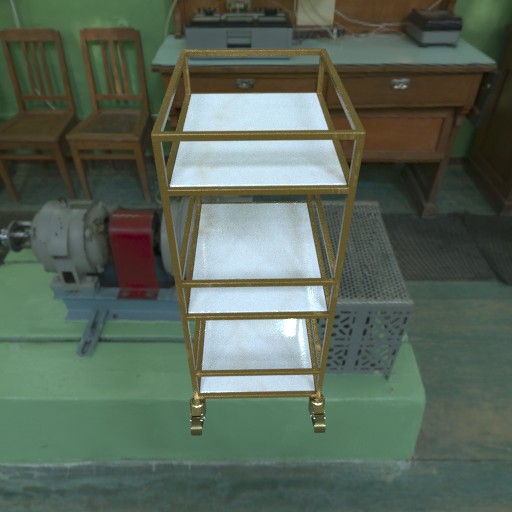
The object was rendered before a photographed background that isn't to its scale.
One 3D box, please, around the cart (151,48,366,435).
[{"bbox_3d":[0.000,0.000,1.009,0.332,0.761,0.483,-1,41,-1],"label":"cart"}]
